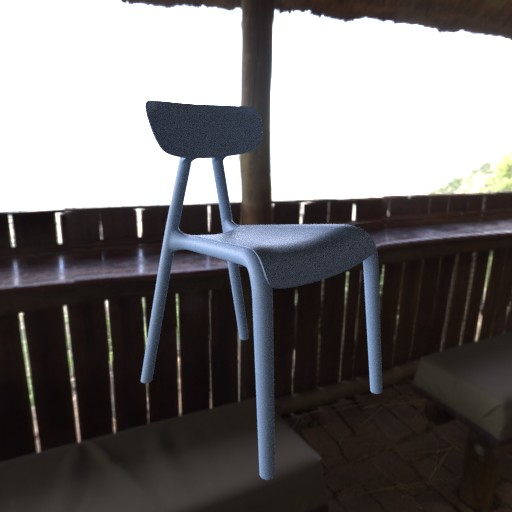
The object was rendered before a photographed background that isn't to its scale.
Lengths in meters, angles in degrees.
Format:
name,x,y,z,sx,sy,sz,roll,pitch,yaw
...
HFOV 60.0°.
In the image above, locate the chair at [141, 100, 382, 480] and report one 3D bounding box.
name,x,y,z,sx,sy,sz,roll,pitch,yaw
chair,0.000,0.000,0.863,0.401,0.580,0.356,14,21,43
